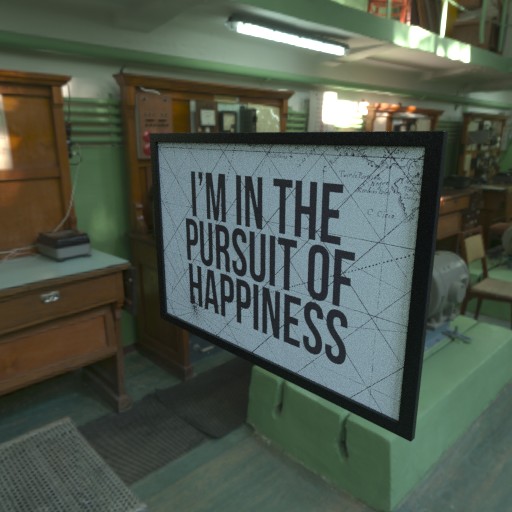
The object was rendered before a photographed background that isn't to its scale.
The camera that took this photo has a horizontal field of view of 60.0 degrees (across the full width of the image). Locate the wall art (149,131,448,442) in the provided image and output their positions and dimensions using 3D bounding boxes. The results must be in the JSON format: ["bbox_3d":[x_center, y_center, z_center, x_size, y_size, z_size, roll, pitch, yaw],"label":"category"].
[{"bbox_3d":[0.000,0.000,1.027,0.819,0.552,0.015,15,21,43],"label":"wall art"}]
